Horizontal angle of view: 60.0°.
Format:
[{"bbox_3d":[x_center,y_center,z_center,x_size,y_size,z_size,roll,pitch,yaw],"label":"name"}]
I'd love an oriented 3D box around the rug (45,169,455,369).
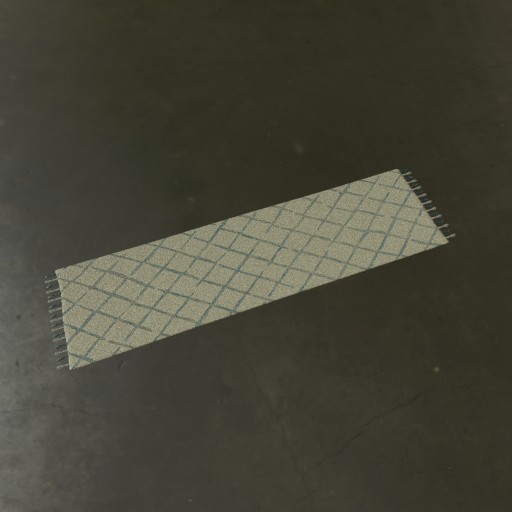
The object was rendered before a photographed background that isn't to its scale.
[{"bbox_3d":[0.000,0.000,2.606,2.372,0.008,0.620,-18,61,-10],"label":"rug"}]
